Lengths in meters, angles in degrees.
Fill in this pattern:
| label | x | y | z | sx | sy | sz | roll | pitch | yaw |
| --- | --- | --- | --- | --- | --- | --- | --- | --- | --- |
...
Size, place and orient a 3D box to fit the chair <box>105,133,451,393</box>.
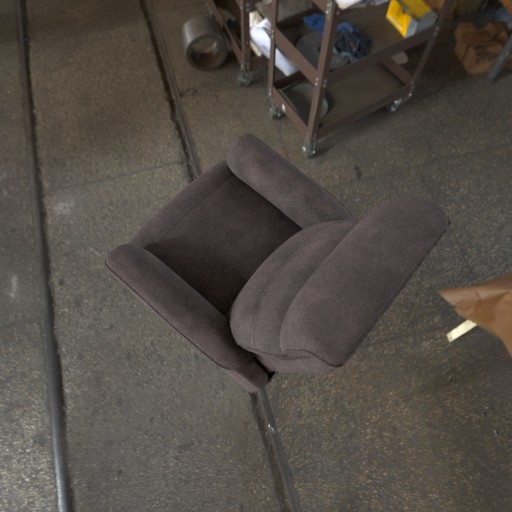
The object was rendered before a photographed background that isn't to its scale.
| label | x | y | z | sx | sy | sz | roll | pitch | yaw |
| --- | --- | --- | --- | --- | --- | --- | --- | --- | --- |
| chair | 0.000 | 0.000 | 1.721 | 1.009 | 1.035 | 0.830 | 37 | 69 | 17 |
